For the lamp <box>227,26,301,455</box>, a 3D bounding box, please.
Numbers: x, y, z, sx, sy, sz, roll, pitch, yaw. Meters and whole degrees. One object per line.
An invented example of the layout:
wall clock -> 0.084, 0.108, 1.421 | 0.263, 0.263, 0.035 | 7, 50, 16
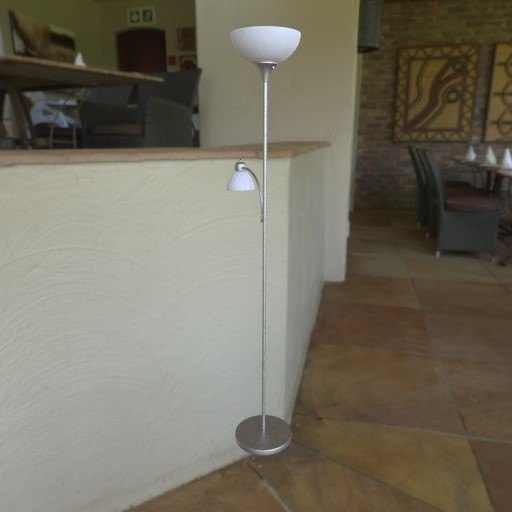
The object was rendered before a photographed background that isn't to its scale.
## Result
lamp -> 0.000, 0.000, 2.008 | 0.279, 1.804, 0.425 | -8, 17, -27
